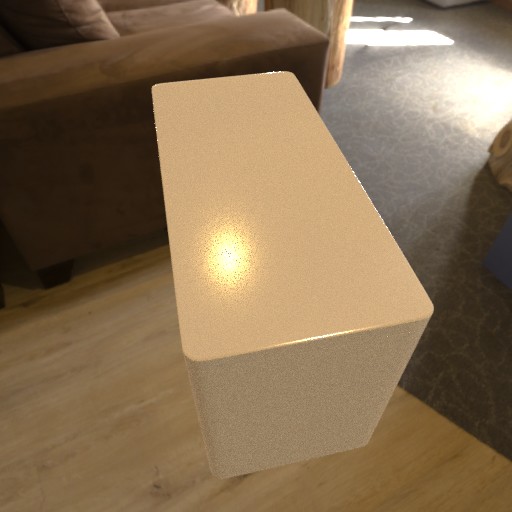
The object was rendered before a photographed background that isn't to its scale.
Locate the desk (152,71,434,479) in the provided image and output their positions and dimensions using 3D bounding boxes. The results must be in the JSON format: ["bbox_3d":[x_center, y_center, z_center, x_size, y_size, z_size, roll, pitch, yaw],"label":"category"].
[{"bbox_3d":[0.000,0.000,1.586,0.550,0.760,1.200,-9,48,-8],"label":"desk"}]
